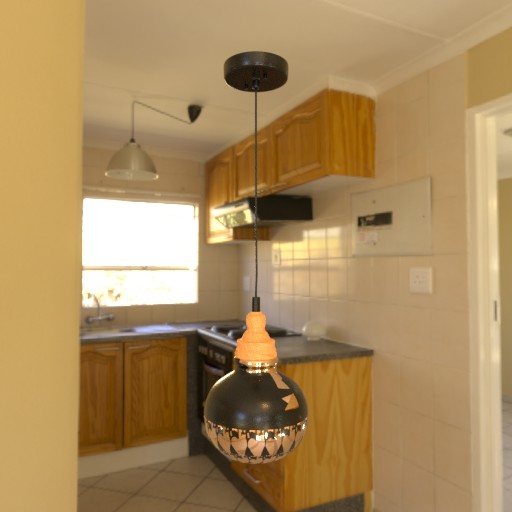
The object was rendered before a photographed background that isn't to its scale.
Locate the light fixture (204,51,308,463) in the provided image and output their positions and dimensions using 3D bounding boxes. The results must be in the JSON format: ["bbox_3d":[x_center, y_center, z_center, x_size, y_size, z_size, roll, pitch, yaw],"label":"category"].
[{"bbox_3d":[0.000,0.000,1.860,0.430,1.606,0.430,1,-2,-37],"label":"light fixture"}]
